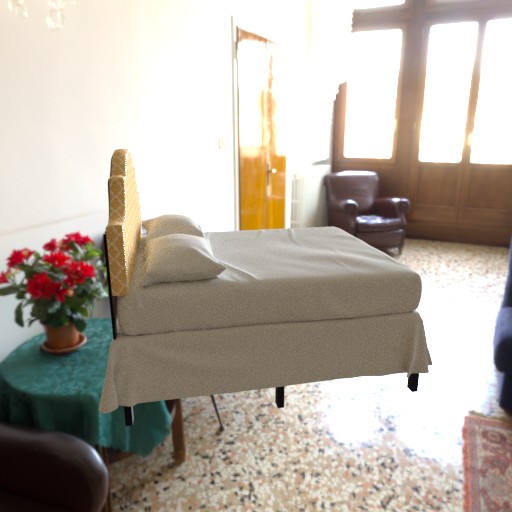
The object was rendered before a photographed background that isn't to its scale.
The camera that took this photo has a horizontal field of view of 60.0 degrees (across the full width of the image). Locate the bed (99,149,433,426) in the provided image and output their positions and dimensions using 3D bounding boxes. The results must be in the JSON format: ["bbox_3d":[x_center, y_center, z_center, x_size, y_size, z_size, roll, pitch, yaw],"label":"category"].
[{"bbox_3d":[0.000,0.000,3.440,2.222,1.633,1.780,-3,16,-11],"label":"bed"}]
